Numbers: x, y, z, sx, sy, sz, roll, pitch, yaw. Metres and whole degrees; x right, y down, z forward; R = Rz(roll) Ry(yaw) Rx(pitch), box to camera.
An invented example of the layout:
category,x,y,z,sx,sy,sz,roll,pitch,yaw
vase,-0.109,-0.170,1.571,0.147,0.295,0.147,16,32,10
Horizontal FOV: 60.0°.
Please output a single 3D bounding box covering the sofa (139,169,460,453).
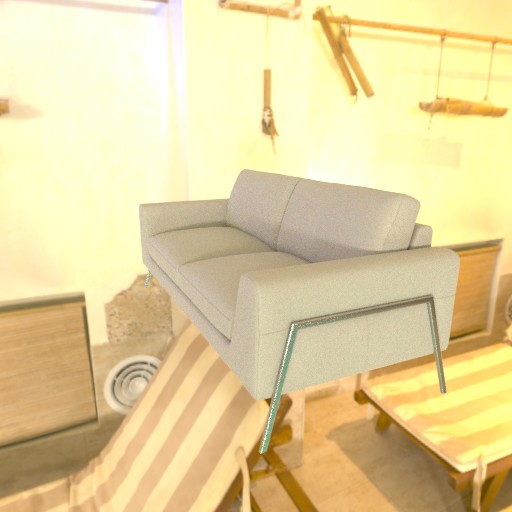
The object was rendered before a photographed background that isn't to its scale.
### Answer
category,x,y,z,sx,sy,sz,roll,pitch,yaw
sofa,0.000,0.000,2.548,0.953,0.875,2.017,-7,17,-24
